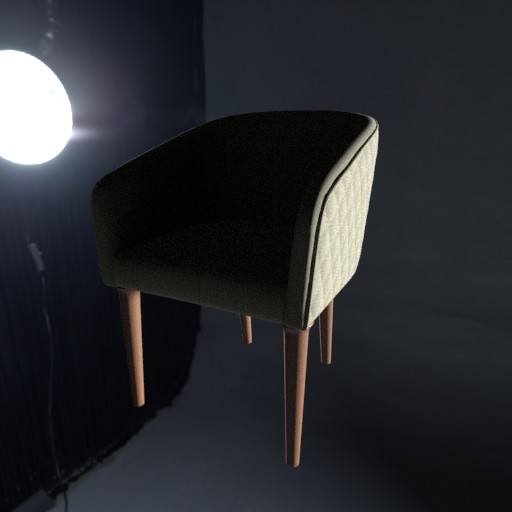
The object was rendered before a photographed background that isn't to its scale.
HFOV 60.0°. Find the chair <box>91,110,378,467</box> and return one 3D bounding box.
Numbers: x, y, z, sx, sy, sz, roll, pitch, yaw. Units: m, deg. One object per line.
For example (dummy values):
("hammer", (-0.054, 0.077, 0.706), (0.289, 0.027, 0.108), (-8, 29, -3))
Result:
("chair", (0.000, 0.000, 1.216), (0.584, 0.775, 0.616), (9, 19, 28))
